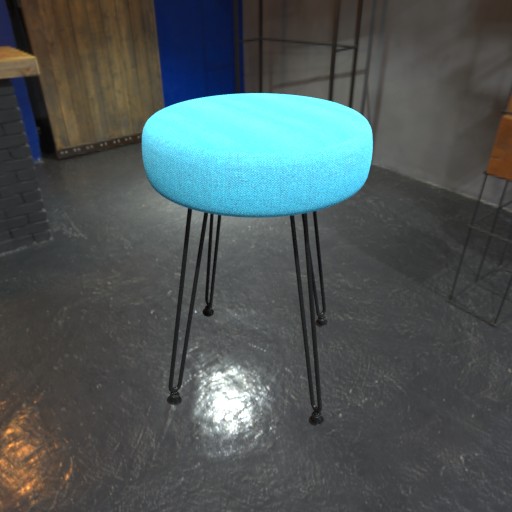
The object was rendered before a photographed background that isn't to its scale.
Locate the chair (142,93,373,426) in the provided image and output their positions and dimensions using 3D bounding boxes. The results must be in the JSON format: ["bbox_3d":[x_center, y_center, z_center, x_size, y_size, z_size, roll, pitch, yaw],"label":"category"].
[{"bbox_3d":[0.000,0.000,0.688,0.350,0.440,0.350,-21,38,-30],"label":"chair"}]
